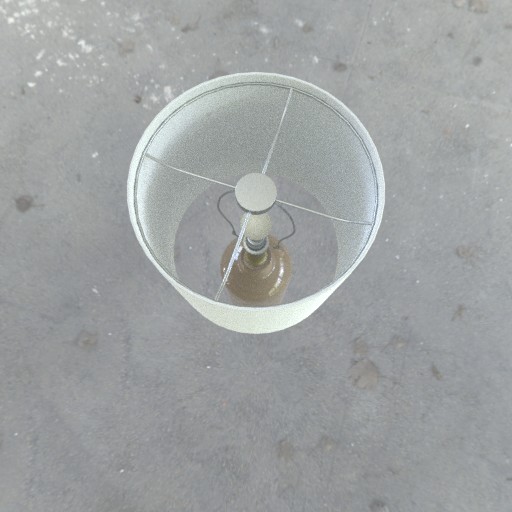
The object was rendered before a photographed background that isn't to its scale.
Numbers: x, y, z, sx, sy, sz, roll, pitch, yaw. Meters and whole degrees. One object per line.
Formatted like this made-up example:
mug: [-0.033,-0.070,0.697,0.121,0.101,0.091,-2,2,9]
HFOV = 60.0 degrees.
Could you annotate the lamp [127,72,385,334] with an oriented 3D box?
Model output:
lamp: [0.000,0.000,0.577,0.207,0.461,0.207,18,76,5]
